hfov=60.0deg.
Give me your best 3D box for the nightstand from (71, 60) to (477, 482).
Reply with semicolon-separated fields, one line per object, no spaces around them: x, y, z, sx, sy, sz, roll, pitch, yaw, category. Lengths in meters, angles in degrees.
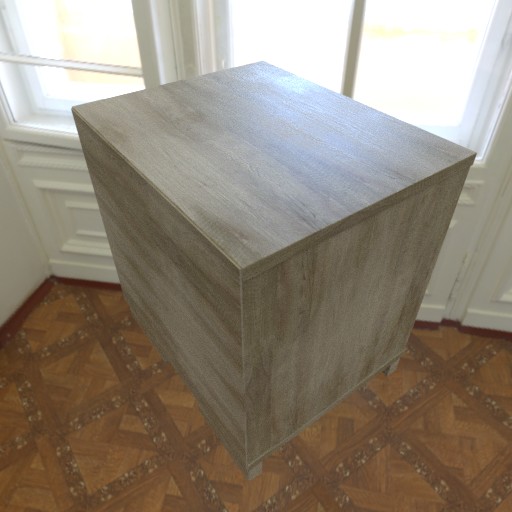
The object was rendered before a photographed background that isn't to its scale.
0.000;0.000;0.730;0.347;0.448;0.427;-26;47;-27;nightstand
